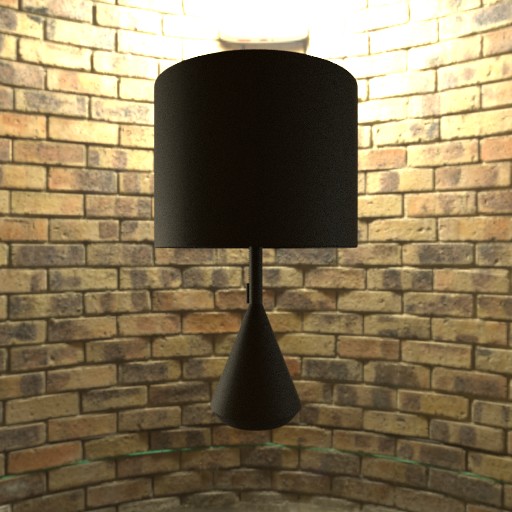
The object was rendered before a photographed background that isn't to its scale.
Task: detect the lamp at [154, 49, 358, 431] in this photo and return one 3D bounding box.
[{"bbox_3d":[0.000,0.000,0.802,0.359,0.584,0.359,0,1,-35],"label":"lamp"}]
